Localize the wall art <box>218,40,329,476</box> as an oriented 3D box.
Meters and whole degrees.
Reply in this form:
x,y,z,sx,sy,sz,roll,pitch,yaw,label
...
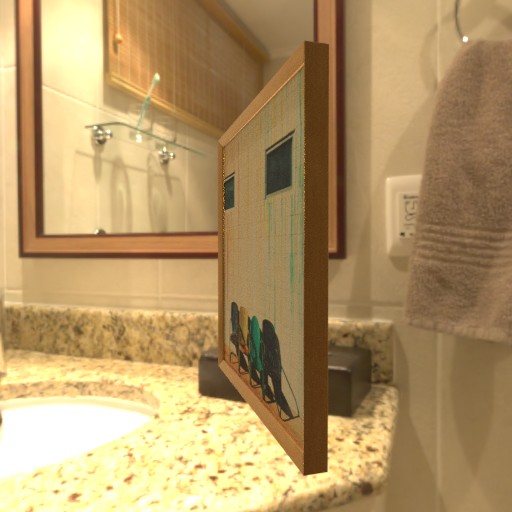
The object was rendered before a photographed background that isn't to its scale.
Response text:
x,y,z,sx,sy,sz,roll,pitch,yaw,label
0.000,0.000,0.455,0.019,0.302,0.302,0,1,-16,wall art
